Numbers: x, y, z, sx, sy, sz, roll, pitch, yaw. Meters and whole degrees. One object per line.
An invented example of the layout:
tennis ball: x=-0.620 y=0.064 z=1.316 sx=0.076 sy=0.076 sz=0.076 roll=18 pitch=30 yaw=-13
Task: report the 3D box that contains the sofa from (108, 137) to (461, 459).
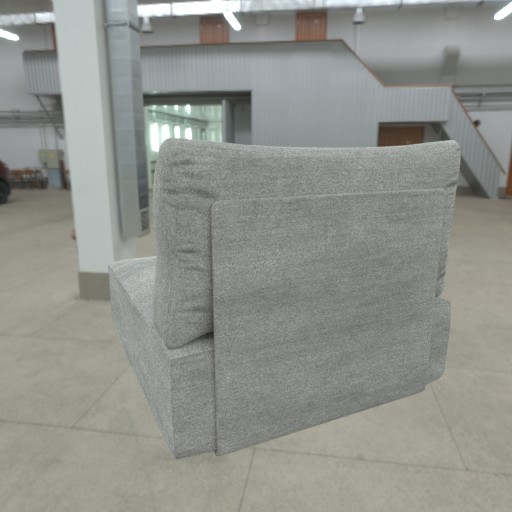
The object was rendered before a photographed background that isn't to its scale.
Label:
sofa: x=0.000 y=0.000 z=1.635 sx=0.930 sy=0.820 sz=1.000 roll=-7 pitch=15 yaw=-25
